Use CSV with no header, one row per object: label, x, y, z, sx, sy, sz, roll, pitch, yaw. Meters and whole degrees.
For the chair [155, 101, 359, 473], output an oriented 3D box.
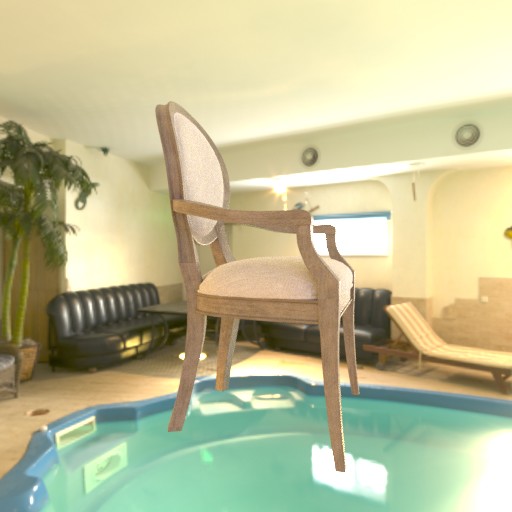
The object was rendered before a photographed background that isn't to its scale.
chair,0.000,0.000,1.389,0.602,0.991,0.611,0,0,16
